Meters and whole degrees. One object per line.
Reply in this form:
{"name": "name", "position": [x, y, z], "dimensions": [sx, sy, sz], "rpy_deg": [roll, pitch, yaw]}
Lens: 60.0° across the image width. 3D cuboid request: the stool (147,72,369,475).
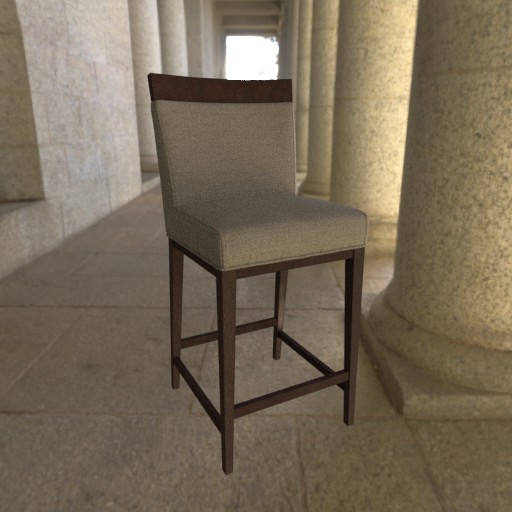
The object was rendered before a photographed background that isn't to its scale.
{"name": "stool", "position": [0.000, 0.000, 1.441], "dimensions": [0.511, 1.117, 0.531], "rpy_deg": [-9, 20, -27]}
